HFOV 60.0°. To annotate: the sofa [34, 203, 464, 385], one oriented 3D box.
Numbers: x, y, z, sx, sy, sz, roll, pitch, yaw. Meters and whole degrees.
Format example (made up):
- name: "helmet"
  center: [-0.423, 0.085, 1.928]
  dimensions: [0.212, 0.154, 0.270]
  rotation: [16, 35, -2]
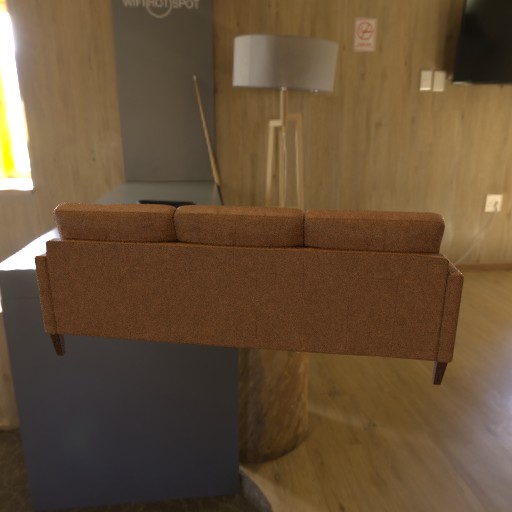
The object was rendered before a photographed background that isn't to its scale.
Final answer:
- name: "sofa"
  center: [0.000, 0.000, 2.945]
  dimensions: [2.178, 0.876, 1.506]
  rotation: [2, 17, 8]
